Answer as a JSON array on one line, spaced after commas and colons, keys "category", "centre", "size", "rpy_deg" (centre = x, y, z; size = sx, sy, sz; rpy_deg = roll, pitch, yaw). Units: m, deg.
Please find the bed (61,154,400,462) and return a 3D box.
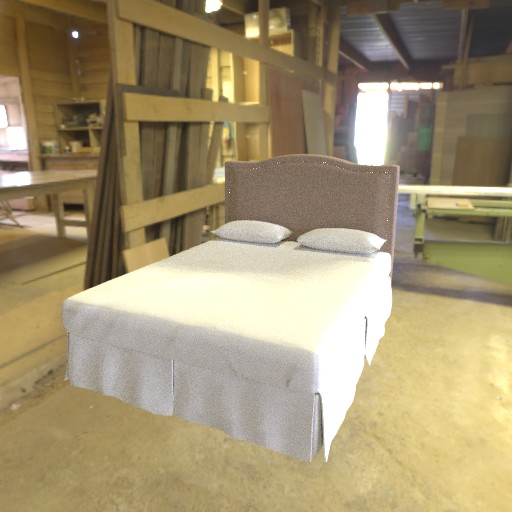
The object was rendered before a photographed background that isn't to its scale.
[{"category": "bed", "centre": [0.000, 0.000, 3.372], "size": [1.821, 1.436, 2.282], "rpy_deg": [7, 17, 24]}]
